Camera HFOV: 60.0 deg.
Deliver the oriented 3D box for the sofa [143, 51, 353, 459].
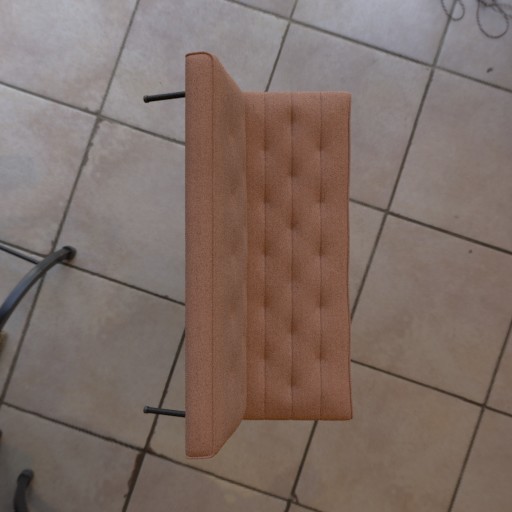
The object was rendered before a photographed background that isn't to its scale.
[{"bbox_3d":[0.000,0.000,2.333,1.038,0.810,1.820,0,90,1],"label":"sofa"}]
